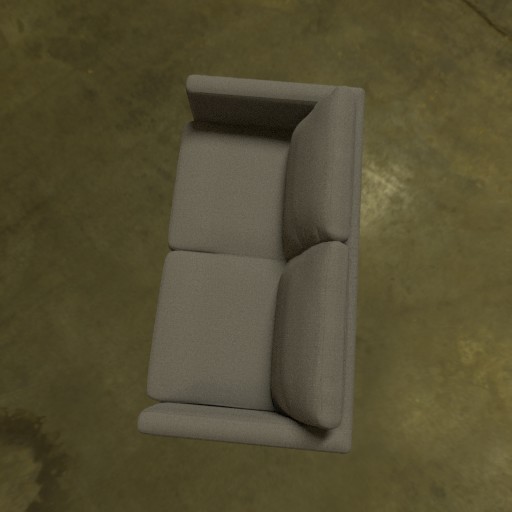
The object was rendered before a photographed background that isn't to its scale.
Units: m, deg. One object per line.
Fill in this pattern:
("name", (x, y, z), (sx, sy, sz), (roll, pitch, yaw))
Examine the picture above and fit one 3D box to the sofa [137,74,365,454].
("sofa", (0.000, 0.000, 2.247), (0.940, 0.866, 1.713), (5, 76, 1))
